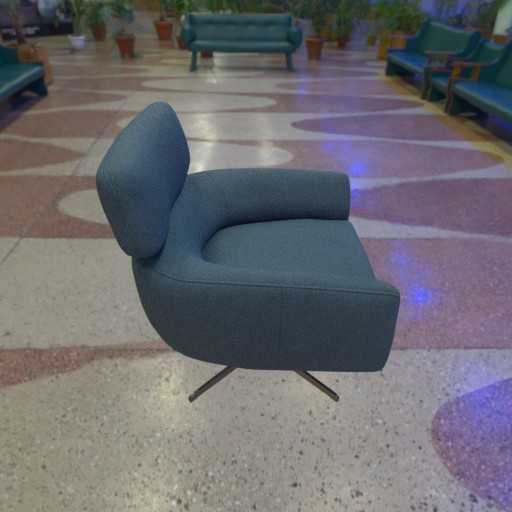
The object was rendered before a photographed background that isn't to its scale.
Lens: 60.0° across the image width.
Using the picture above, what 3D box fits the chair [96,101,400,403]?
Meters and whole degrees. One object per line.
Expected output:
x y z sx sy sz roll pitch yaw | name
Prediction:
0.000 0.000 1.395 0.761 0.813 0.738 0 33 0 | chair
